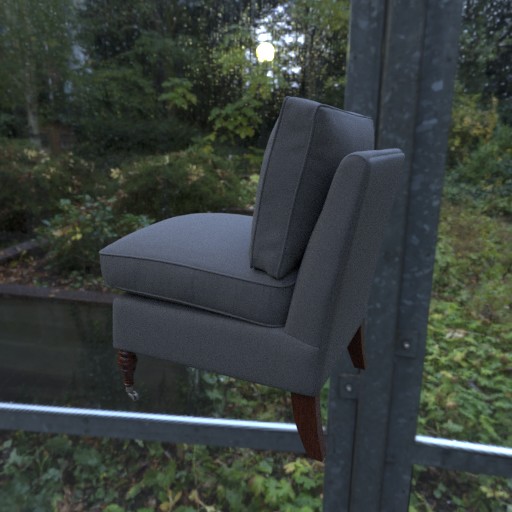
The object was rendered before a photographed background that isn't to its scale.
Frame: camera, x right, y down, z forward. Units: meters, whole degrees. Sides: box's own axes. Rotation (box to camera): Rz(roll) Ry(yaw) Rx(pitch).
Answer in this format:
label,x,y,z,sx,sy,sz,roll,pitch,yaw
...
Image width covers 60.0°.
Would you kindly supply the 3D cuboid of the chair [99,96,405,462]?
label,x,y,z,sx,sy,sz,roll,pitch,yaw
chair,0.000,0.000,1.647,0.924,1.045,0.724,7,16,24
